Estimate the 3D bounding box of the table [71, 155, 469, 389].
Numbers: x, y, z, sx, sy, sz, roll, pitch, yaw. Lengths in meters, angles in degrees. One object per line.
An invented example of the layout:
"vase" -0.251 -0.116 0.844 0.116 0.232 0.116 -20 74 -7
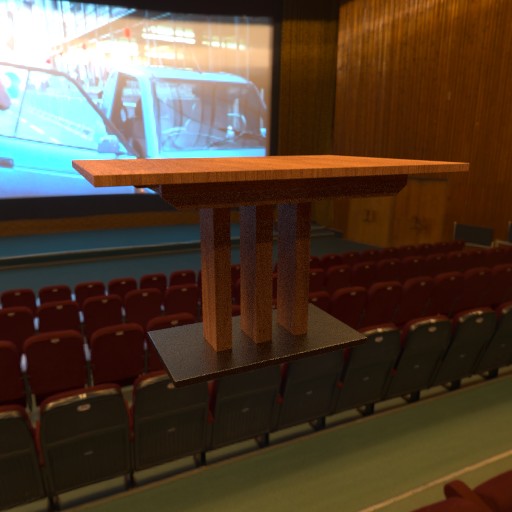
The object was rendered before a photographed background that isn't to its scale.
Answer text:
"table" 0.000 0.000 1.842 1.300 0.770 0.900 -7 16 -24
